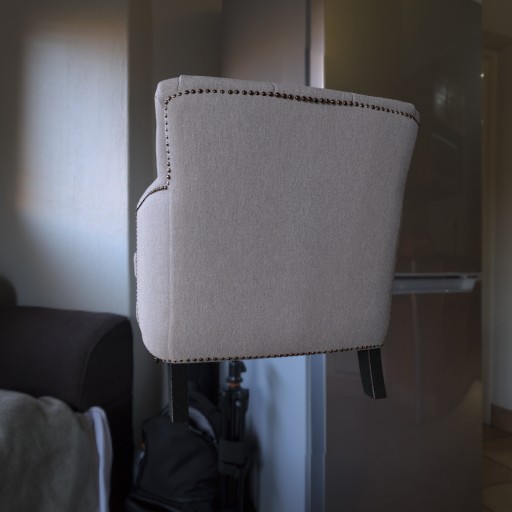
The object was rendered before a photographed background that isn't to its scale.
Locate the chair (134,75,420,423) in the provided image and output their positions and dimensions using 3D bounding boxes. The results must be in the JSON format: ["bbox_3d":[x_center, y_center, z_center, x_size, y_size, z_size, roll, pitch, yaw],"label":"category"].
[{"bbox_3d":[0.000,0.000,1.456,0.737,0.823,0.902,0,0,-18],"label":"chair"}]
